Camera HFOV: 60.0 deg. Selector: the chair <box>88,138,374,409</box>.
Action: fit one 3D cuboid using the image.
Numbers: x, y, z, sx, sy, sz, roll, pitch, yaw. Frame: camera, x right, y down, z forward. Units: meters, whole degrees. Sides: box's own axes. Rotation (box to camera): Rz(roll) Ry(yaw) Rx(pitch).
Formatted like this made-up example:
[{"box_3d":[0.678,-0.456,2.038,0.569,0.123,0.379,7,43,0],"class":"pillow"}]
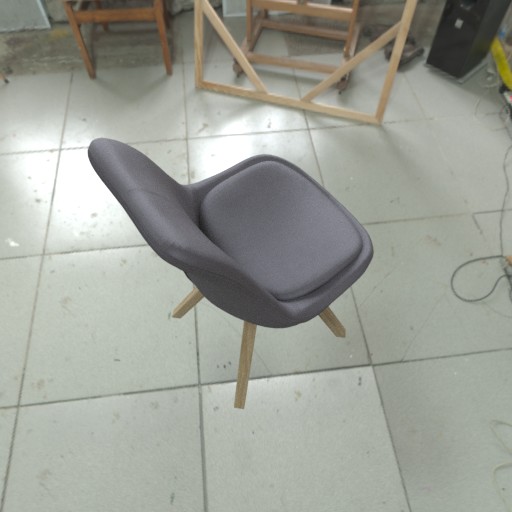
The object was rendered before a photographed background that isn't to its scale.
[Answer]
[{"box_3d":[0.000,0.000,1.151,0.547,0.865,0.483,-32,63,-18],"class":"chair"}]
